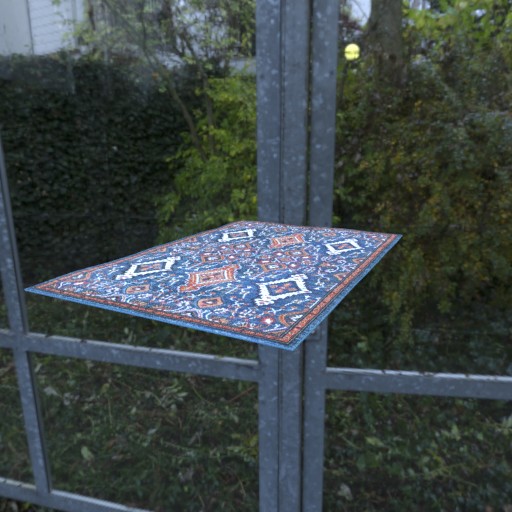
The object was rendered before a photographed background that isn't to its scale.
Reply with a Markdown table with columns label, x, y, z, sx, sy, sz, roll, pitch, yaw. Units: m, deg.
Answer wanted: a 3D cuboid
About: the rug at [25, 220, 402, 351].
| label | x | y | z | sx | sy | sz | roll | pitch | yaw |
| --- | --- | --- | --- | --- | --- | --- | --- | --- | --- |
| rug | 0.000 | 0.000 | 2.331 | 1.195 | 0.014 | 1.847 | 7 | 16 | 26 |
